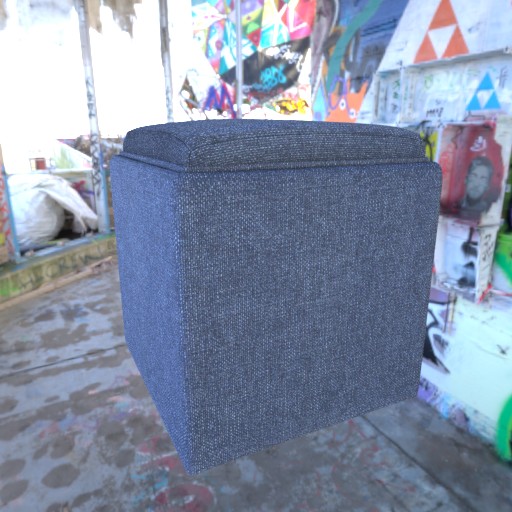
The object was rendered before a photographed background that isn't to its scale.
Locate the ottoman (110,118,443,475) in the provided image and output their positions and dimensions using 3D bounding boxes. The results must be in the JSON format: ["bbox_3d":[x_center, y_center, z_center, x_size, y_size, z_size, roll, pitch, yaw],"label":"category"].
[{"bbox_3d":[0.000,0.000,0.833,0.436,0.493,0.454,-8,18,-26],"label":"ottoman"}]
